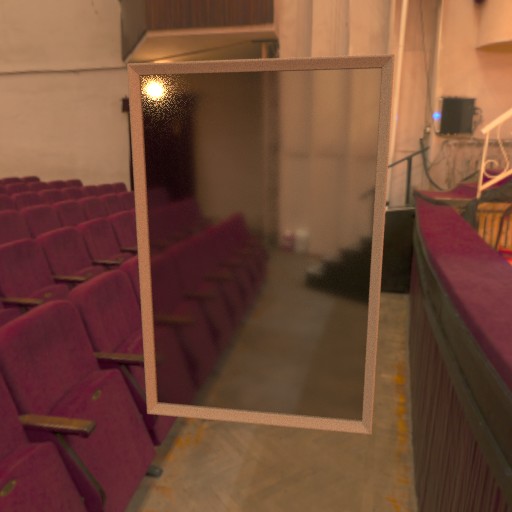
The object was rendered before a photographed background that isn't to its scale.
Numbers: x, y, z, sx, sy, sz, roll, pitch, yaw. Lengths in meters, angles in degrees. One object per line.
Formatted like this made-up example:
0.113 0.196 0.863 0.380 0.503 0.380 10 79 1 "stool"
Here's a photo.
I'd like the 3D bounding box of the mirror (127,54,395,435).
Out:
0.000 0.000 1.113 0.609 0.915 0.041 2 12 9 "mirror"
